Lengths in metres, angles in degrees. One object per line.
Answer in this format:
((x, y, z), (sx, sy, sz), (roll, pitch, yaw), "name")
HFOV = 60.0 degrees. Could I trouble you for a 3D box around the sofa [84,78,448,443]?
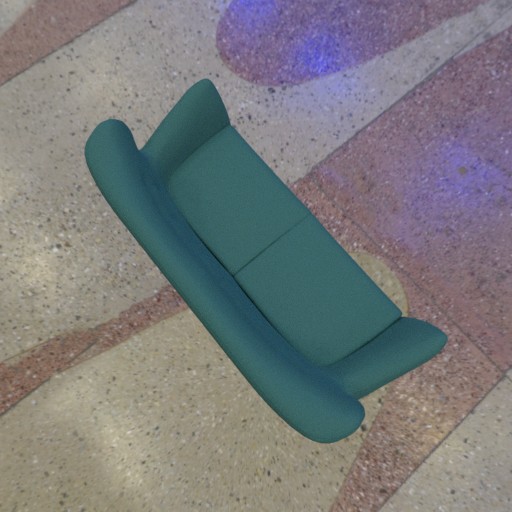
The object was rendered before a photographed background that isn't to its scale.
((0.000, 0.000, 2.415), (0.889, 0.890, 1.930), (-39, 78, -10), "sofa")
